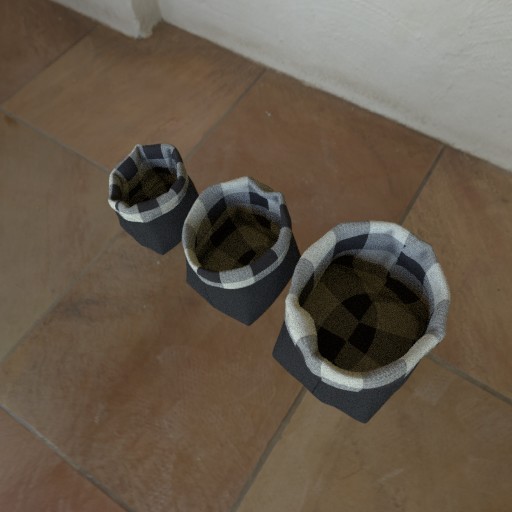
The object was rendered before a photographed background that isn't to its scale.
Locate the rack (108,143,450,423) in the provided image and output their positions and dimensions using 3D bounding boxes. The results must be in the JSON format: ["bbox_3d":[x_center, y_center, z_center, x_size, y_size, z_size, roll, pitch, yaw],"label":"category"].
[{"bbox_3d":[0.000,0.000,1.074,0.889,0.329,0.370,33,68,16],"label":"rack"}]
